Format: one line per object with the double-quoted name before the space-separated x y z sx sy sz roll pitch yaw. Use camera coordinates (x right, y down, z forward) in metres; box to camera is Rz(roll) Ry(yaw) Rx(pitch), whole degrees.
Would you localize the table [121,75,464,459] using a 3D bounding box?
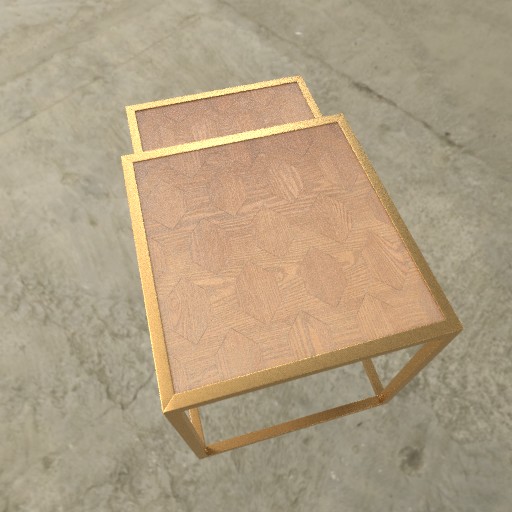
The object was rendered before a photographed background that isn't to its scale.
"table" 0.000 0.000 1.104 0.505 0.505 0.762 -14 59 -8
